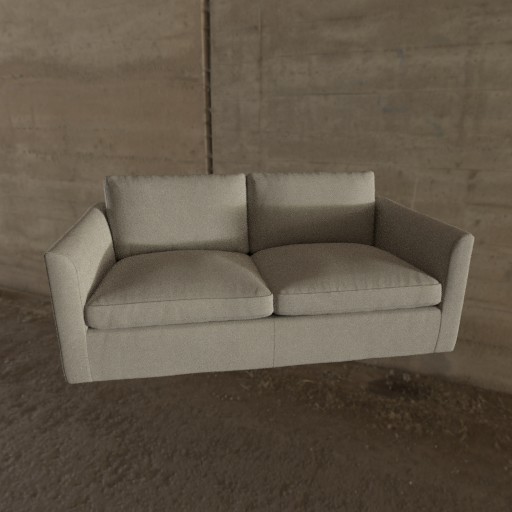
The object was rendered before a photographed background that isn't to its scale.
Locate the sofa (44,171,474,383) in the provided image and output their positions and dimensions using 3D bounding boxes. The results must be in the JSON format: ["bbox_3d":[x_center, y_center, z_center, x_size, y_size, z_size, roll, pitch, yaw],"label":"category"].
[{"bbox_3d":[0.000,0.000,2.480,1.905,0.839,1.091,-3,17,-9],"label":"sofa"}]
